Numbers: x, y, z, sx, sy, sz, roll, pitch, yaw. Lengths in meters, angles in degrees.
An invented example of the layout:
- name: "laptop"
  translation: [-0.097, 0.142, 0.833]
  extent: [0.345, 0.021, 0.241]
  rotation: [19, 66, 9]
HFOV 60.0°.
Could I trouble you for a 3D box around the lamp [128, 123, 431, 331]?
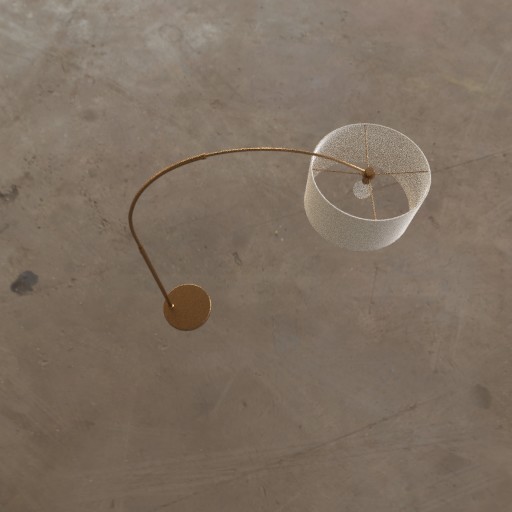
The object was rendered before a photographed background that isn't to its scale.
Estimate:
- name: "lamp"
  translation: [0.000, 0.000, 2.586]
  extent: [1.434, 1.927, 0.493]
  rotation: [1, 64, 1]
